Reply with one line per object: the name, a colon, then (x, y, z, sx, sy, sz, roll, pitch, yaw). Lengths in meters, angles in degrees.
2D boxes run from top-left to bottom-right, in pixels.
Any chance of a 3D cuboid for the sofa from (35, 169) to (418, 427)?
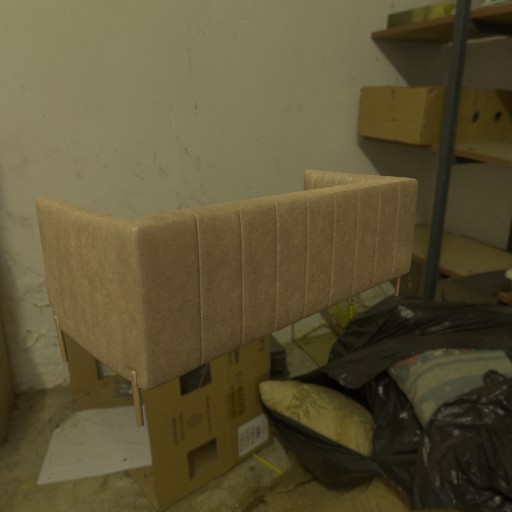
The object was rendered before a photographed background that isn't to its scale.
sofa: (0.000, 0.000, 2.415, 1.980, 0.779, 0.876, -15, 22, -42)
